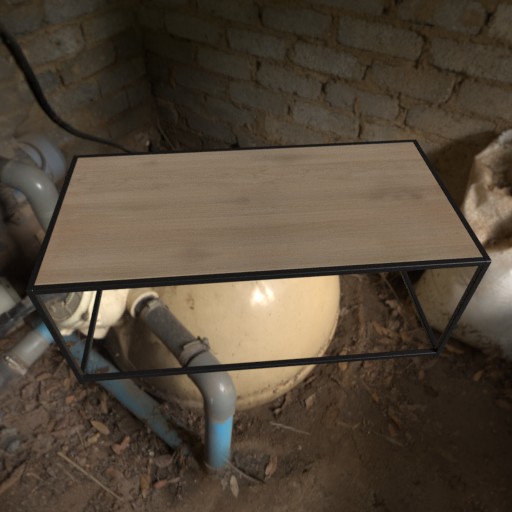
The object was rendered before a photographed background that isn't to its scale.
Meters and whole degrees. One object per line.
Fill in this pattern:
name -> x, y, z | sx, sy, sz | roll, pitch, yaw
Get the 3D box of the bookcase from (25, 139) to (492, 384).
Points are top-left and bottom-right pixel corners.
bookcase -> 0.000, 0.000, 1.260 | 1.000, 0.400, 0.500 | -4, 46, -3
